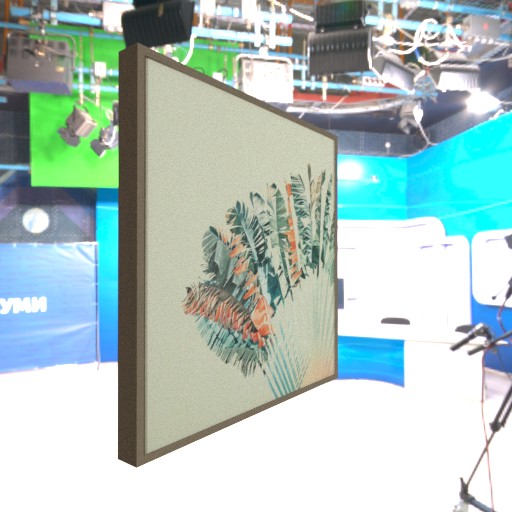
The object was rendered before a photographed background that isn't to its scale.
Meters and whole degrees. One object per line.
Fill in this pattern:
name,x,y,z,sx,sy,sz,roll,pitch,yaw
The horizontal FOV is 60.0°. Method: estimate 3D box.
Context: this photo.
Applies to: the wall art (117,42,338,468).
wall art,0.000,0.000,0.739,0.038,0.506,0.508,0,-1,38
